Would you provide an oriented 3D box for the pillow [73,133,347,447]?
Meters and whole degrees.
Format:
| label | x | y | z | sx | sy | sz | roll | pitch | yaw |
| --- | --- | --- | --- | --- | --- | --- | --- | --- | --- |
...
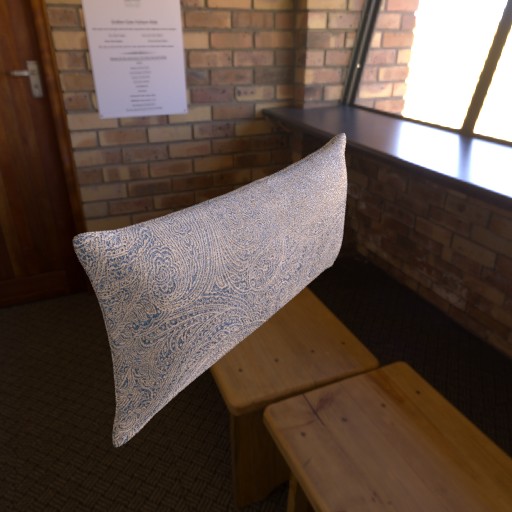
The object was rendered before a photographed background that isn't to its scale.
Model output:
| label | x | y | z | sx | sy | sz | roll | pitch | yaw |
| --- | --- | --- | --- | --- | --- | --- | --- | --- | --- |
| pillow | 0.000 | 0.000 | 0.720 | 0.151 | 0.295 | 0.615 | 17 | 32 | 31 |
